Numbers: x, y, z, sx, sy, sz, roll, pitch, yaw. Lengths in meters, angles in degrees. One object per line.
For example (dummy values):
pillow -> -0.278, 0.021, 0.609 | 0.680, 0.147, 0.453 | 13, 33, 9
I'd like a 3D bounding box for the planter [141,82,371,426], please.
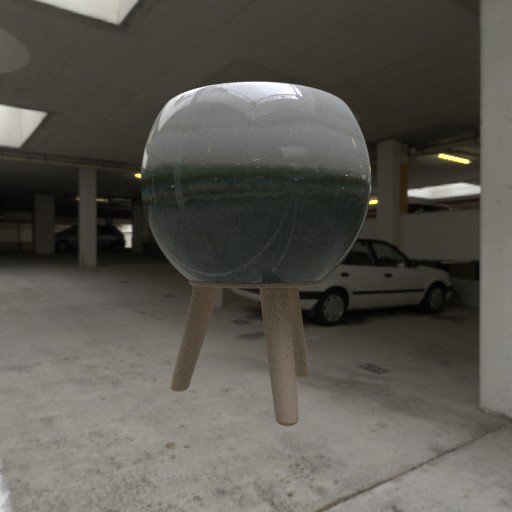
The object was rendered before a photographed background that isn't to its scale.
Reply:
planter -> 0.000, 0.000, 0.441 | 0.222, 0.278, 0.222 | 0, 0, 0
